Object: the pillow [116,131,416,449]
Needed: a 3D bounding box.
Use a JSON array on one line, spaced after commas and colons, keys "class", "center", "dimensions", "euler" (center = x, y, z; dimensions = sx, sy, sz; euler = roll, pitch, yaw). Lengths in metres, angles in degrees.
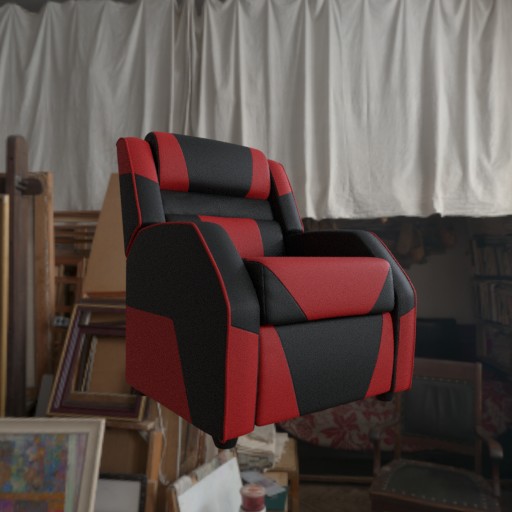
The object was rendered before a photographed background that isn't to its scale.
[{"class": "pillow", "center": [0.000, 0.000, 1.296], "dimensions": [0.620, 0.805, 0.672], "euler": [0, 0, -36]}]
